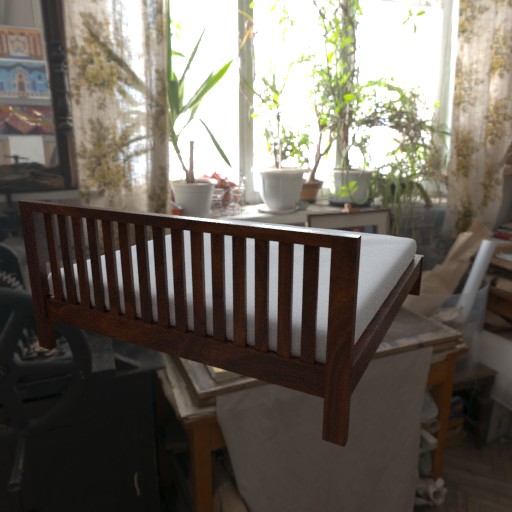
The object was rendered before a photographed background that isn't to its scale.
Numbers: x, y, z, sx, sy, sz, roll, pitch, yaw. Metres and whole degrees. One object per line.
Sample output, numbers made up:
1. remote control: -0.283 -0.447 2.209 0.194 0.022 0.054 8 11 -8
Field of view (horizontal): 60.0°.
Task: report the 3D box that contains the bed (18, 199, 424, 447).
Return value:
1. bed: 0.000 0.000 3.008 1.905 0.890 2.030 8 18 27
